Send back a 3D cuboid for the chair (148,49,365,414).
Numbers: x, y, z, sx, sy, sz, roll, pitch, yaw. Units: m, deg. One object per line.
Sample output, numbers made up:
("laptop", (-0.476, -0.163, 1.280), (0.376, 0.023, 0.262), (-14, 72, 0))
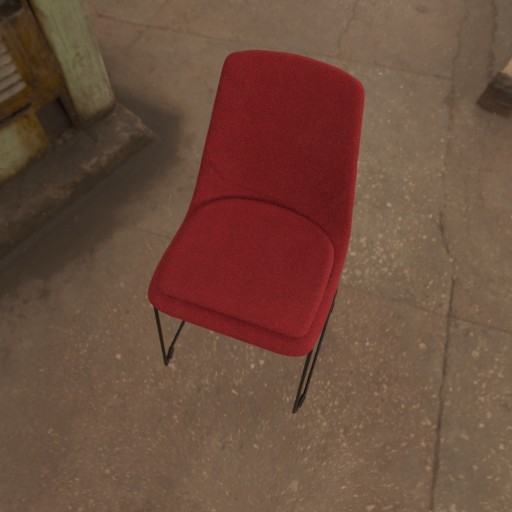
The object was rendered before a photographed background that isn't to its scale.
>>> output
("chair", (0.000, 0.000, 1.176), (0.479, 0.858, 0.518), (17, 60, 10))
